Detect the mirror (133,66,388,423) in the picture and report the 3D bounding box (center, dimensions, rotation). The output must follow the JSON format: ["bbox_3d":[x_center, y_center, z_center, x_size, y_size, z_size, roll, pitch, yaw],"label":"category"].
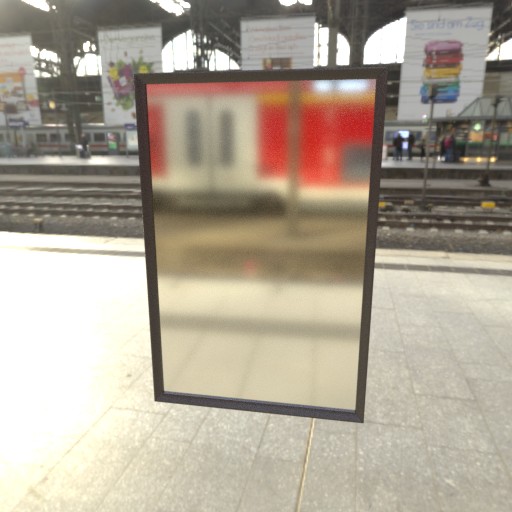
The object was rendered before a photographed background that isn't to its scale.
[{"bbox_3d":[0.000,0.000,1.177,0.609,0.915,0.041,3,15,10],"label":"mirror"}]
